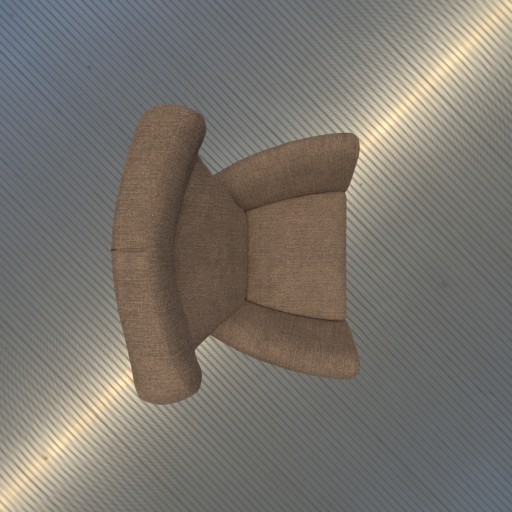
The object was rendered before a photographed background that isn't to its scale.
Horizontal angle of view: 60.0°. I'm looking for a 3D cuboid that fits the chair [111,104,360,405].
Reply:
[{"bbox_3d":[0.000,0.000,1.790,0.900,1.040,0.980,0,90,0],"label":"chair"}]
